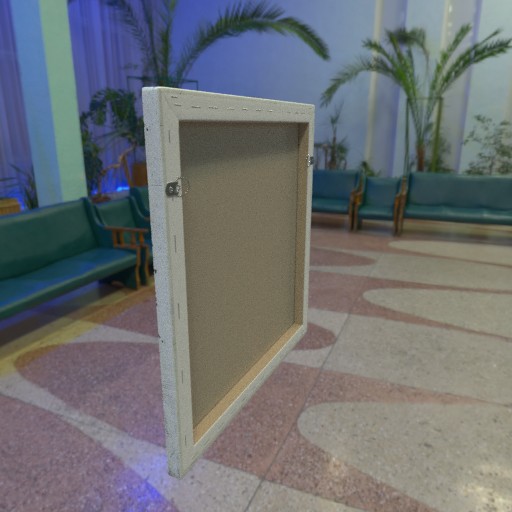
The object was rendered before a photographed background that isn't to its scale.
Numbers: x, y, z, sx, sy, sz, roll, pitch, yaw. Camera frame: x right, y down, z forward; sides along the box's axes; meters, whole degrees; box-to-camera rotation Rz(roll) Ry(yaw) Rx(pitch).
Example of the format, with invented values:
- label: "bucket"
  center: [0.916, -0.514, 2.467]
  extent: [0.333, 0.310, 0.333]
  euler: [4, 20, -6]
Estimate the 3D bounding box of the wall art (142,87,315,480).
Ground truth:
- label: "wall art"
  center: [0.000, 0.000, 1.137]
  extent: [0.038, 0.762, 0.762]
  euler: [8, 18, 25]
